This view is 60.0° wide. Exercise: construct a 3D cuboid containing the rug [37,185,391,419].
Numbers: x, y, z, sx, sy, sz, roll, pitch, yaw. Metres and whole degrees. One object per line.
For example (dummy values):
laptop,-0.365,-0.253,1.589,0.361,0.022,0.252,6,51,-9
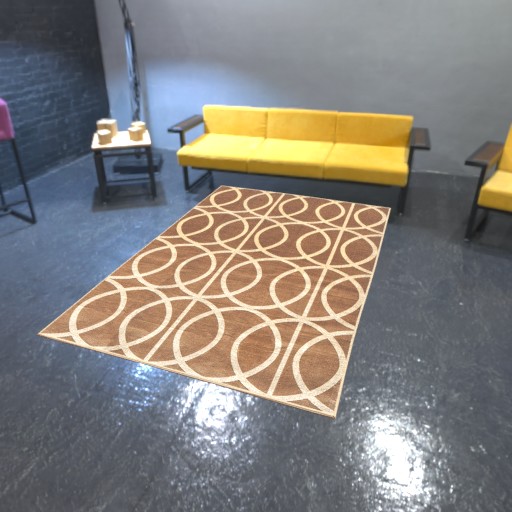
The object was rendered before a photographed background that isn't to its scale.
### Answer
rug,0.000,0.000,2.943,1.528,0.014,2.294,10,31,17
